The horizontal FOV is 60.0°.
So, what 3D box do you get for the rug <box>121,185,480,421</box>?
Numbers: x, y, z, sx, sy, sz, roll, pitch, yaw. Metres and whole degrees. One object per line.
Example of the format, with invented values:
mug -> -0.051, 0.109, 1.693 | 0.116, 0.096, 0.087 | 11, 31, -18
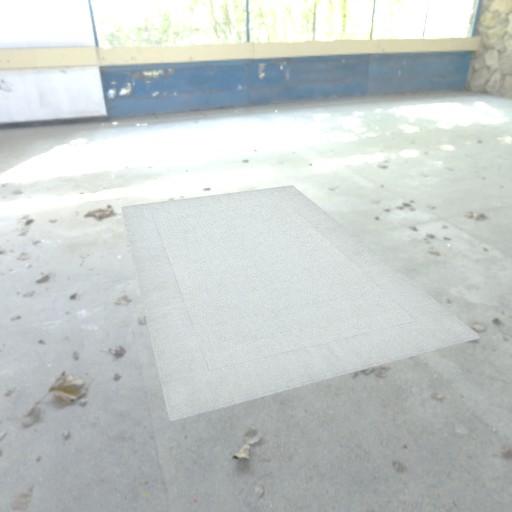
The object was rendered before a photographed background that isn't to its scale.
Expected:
rug -> 0.000, 0.000, 2.311 | 1.219, 0.013, 1.829 | -10, 30, -17
